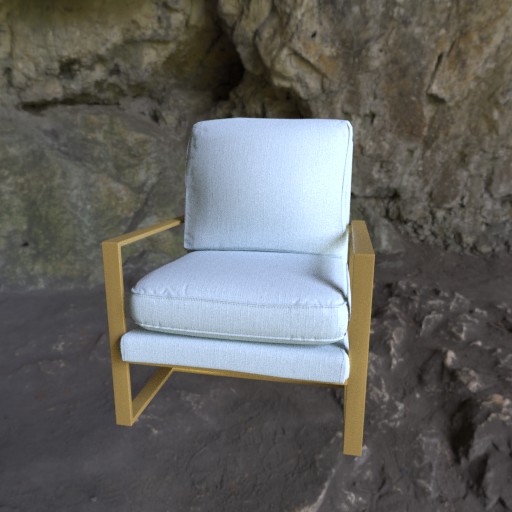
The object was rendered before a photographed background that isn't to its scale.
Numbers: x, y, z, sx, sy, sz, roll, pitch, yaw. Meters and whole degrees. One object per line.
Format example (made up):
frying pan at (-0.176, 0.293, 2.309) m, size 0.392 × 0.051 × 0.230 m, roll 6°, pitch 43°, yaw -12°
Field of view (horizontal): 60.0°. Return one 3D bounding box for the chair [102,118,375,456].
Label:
chair at (0.000, 0.000, 1.561) m, size 0.758 × 0.956 × 0.813 m, roll 3°, pitch 15°, yaw 11°
